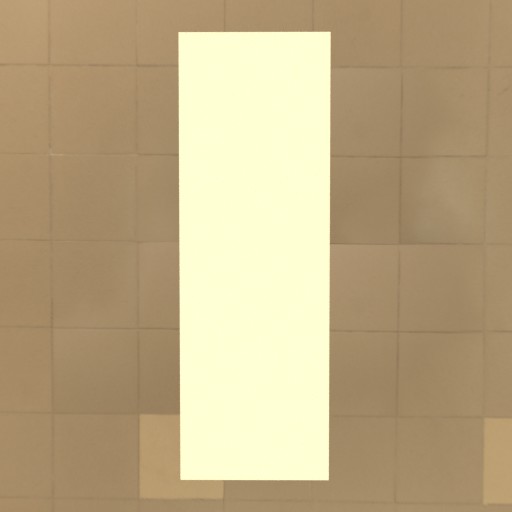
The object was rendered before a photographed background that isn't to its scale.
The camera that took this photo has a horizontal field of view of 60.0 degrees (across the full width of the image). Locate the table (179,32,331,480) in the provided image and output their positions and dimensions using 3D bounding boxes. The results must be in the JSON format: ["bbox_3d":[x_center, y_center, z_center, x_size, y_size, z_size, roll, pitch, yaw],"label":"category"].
[{"bbox_3d":[0.000,0.000,1.869,0.508,0.769,1.500,0,91,0],"label":"table"}]
